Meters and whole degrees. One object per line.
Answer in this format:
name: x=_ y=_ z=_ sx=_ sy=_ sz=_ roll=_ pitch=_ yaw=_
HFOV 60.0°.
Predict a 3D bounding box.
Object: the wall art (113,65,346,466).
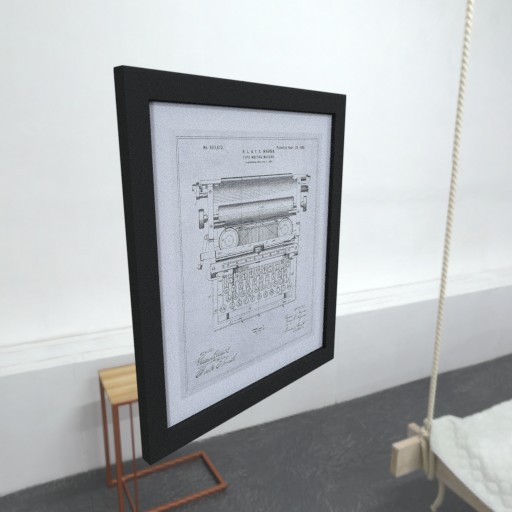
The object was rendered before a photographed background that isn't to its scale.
wall art: x=0.000 y=0.000 z=0.697 sx=0.021 sy=0.508 sz=0.432 roll=14 pitch=20 yaw=43
